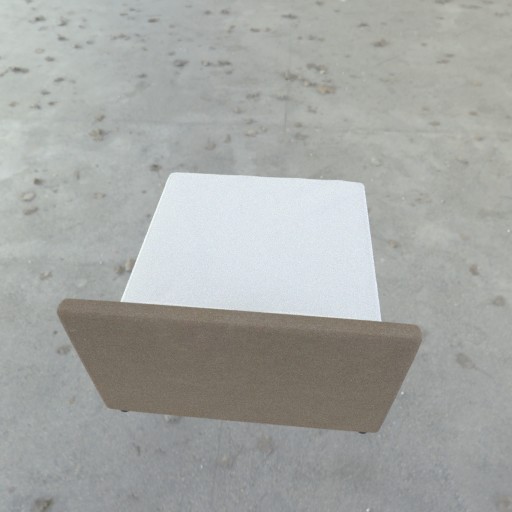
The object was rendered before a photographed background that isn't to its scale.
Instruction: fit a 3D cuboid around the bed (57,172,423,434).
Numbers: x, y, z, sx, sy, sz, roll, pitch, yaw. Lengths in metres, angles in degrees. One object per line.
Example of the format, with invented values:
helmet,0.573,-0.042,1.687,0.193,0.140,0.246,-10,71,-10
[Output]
bed,0.000,0.000,3.668,2.119,1.317,2.341,4,46,4
